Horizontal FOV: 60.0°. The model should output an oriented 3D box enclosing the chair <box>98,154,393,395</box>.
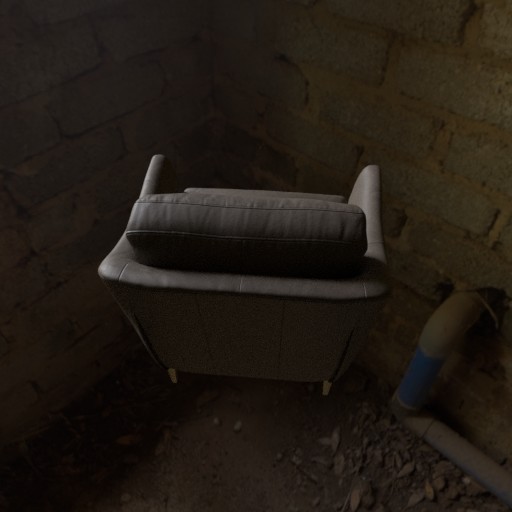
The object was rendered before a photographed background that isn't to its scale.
[{"bbox_3d":[0.000,0.000,1.707,0.988,0.901,0.961,4,45,4],"label":"chair"}]
